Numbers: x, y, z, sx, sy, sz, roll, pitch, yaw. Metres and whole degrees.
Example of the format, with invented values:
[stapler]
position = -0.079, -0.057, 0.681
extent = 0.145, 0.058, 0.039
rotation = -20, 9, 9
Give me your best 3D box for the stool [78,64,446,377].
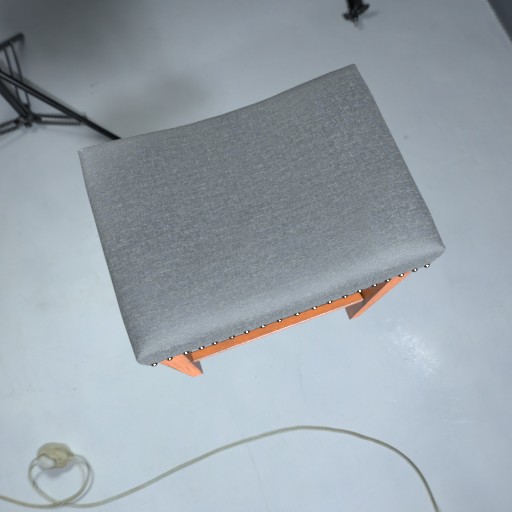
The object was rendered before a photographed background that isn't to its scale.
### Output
[stool]
position = 0.000, 0.000, 0.852
extent = 0.439, 0.612, 0.320
rotation = -19, 76, -5
